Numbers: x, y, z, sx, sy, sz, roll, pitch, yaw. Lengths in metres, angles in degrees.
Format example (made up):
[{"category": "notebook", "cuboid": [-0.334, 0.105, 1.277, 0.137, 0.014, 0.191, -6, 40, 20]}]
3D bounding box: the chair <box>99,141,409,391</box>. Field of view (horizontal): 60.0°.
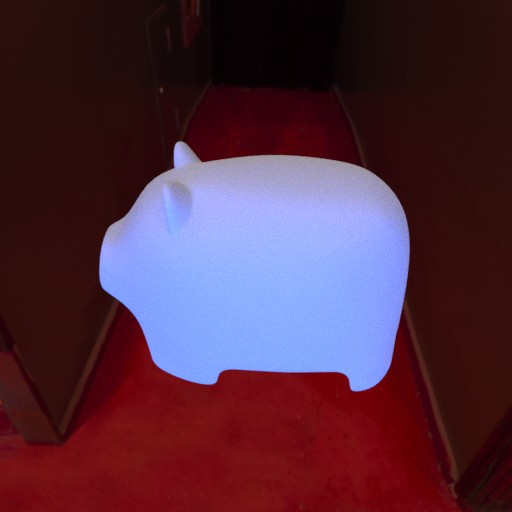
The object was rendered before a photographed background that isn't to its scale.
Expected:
[{"category": "chair", "cuboid": [0.000, 0.000, 0.894, 0.619, 0.423, 0.364, 1, 41, 1]}]
